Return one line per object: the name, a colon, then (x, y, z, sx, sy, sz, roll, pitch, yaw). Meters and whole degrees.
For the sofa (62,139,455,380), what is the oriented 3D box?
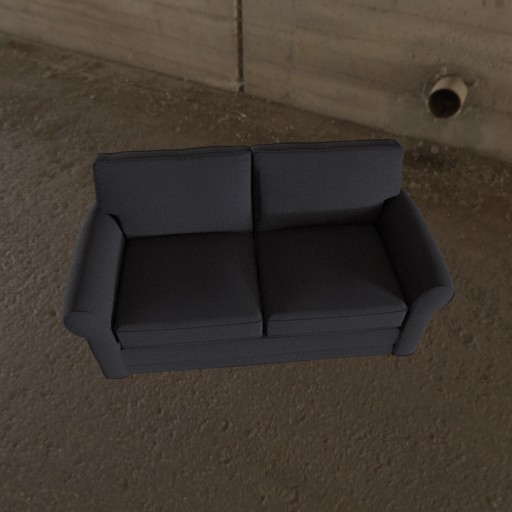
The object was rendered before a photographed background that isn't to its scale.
sofa: (0.000, 0.000, 2.564, 2.009, 1.031, 0.951, -4, 47, -3)
